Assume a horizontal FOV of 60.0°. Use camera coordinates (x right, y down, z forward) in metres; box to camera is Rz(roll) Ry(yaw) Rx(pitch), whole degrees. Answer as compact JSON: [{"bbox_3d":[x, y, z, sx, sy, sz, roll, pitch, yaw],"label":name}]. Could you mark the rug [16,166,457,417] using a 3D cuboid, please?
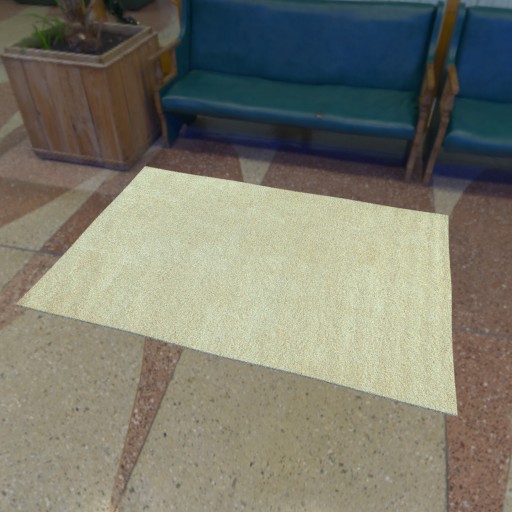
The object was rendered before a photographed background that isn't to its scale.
[{"bbox_3d":[0.000,0.000,3.219,2.699,0.025,1.800,11,43,12],"label":"rug"}]
